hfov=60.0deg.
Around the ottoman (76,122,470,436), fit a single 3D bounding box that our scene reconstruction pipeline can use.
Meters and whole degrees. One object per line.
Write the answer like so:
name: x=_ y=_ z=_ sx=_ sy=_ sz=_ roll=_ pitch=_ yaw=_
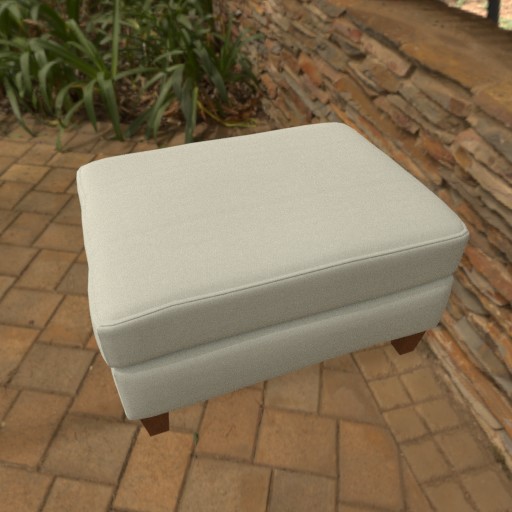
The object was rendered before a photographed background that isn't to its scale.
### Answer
ottoman: x=0.000 y=0.000 z=1.197 sx=0.818 sy=0.496 sz=0.634 roll=-13 pitch=42 yaw=-15
